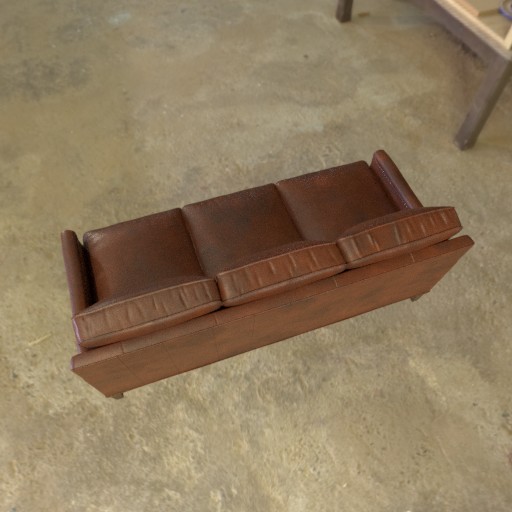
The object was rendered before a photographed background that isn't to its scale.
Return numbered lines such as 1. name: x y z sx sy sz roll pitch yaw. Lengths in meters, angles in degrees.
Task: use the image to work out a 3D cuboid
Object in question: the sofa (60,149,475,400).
1. sofa: 0.000 0.000 2.775 2.240 1.003 1.084 -16 59 -10
